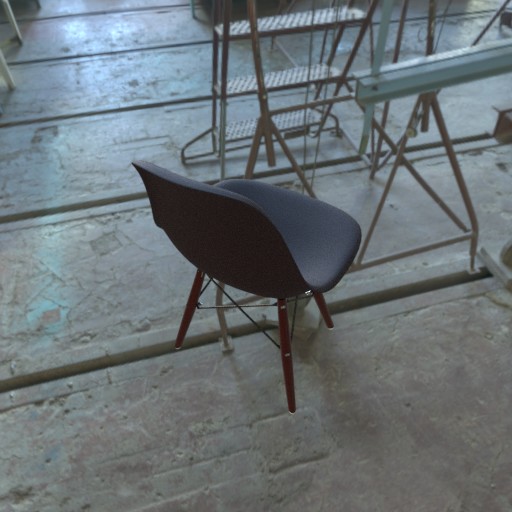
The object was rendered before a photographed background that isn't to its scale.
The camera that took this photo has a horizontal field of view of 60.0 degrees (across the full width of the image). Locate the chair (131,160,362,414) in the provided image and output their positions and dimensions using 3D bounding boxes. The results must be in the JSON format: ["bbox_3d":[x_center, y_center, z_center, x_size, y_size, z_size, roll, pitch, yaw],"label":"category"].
[{"bbox_3d":[0.000,0.000,1.151,0.470,0.826,0.533,22,51,19],"label":"chair"}]
